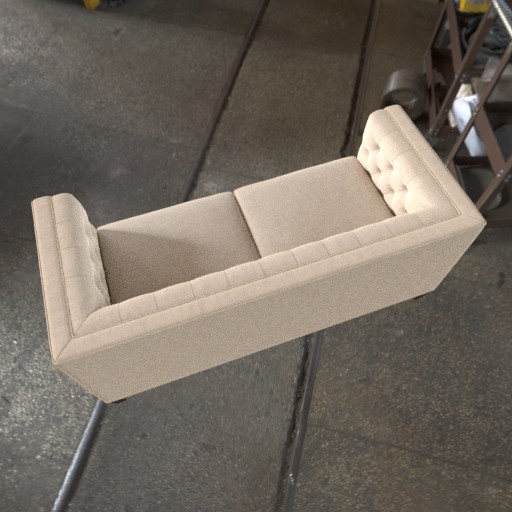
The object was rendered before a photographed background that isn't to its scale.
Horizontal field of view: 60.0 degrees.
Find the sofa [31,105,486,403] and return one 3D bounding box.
[{"bbox_3d":[0.000,0.000,2.193,1.778,0.762,0.775,-17,61,-10],"label":"sofa"}]
